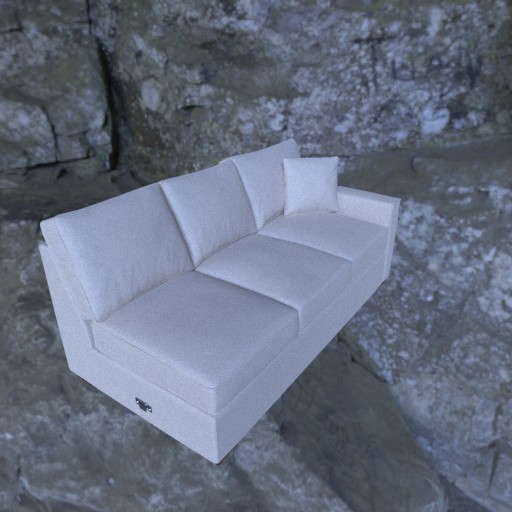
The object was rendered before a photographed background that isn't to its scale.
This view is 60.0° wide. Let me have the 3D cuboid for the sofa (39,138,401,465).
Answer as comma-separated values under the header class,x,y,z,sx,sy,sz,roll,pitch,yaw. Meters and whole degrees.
class,x,y,z,sx,sy,sz,roll,pitch,yaw
sofa,0.000,0.000,2.540,1.034,0.946,1.963,17,31,31
